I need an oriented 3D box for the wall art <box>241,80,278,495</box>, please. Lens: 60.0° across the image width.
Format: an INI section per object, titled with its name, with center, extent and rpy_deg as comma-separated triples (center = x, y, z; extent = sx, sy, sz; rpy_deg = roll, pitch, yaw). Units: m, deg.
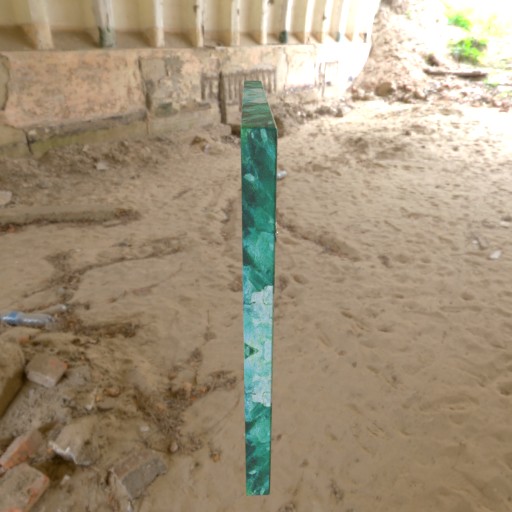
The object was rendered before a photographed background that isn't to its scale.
[wall art]
center = 0.000, 0.000, 0.740
extent = 0.038, 0.508, 0.507
rpy_deg = 0, 26, -1
